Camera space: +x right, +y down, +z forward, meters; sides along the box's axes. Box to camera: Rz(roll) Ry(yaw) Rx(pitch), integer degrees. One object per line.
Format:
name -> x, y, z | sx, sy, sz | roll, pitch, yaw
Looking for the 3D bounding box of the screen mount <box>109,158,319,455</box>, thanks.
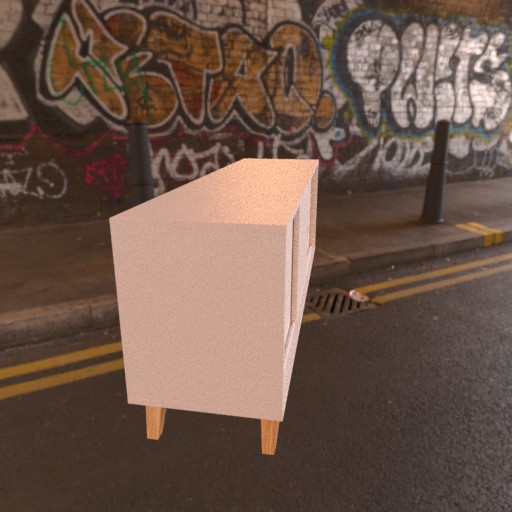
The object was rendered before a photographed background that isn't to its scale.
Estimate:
screen mount -> 0.000, 0.000, 1.752 | 0.400, 0.619, 1.490 | 3, 18, 10
